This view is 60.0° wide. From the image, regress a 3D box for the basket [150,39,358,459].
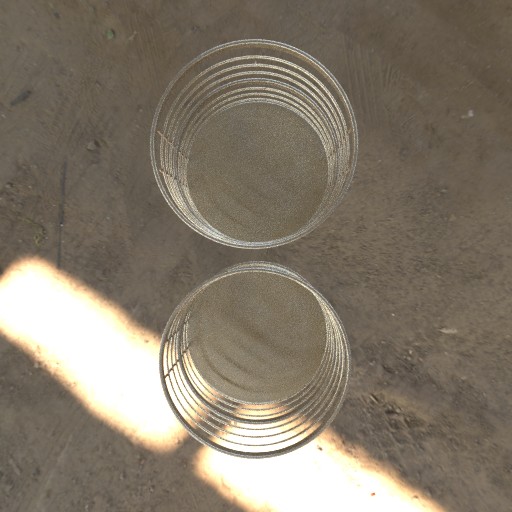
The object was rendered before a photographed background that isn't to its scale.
[{"bbox_3d":[0.000,0.000,0.937,0.356,0.351,0.746,0,92,1],"label":"basket"}]
